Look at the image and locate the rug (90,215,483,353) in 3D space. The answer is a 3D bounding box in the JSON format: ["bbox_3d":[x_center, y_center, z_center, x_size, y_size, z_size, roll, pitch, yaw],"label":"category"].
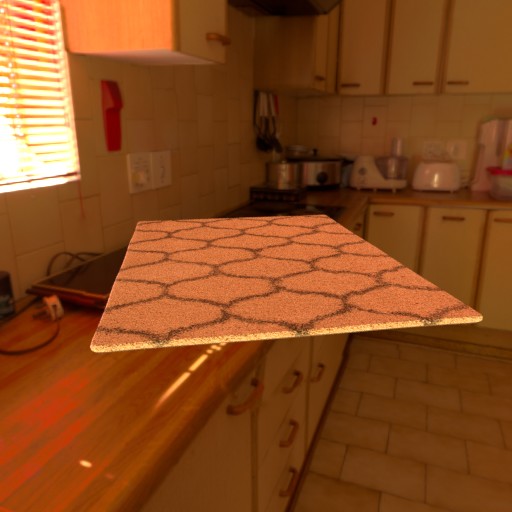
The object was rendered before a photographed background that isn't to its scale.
[{"bbox_3d":[0.000,0.000,2.062,1.200,0.025,1.600,-3,17,-9],"label":"rug"}]
